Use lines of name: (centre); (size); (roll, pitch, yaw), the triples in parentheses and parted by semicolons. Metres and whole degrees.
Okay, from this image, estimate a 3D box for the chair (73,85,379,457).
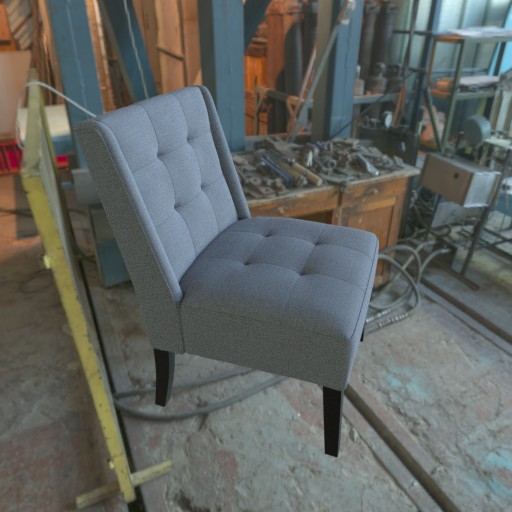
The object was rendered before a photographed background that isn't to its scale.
chair: (0.000, 0.000, 1.300); (0.676, 0.853, 0.569); (10, 31, 17)
